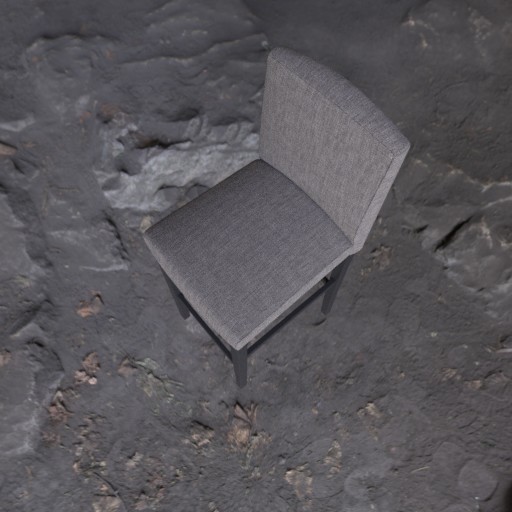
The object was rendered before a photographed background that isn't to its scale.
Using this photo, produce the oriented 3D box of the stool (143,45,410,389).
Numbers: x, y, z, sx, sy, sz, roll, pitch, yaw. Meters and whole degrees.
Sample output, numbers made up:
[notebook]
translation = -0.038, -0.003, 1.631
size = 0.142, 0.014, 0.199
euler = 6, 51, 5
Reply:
[stool]
translation = 0.000, 0.000, 1.455
size = 0.552, 1.138, 0.451
euler = -37, 69, -17
